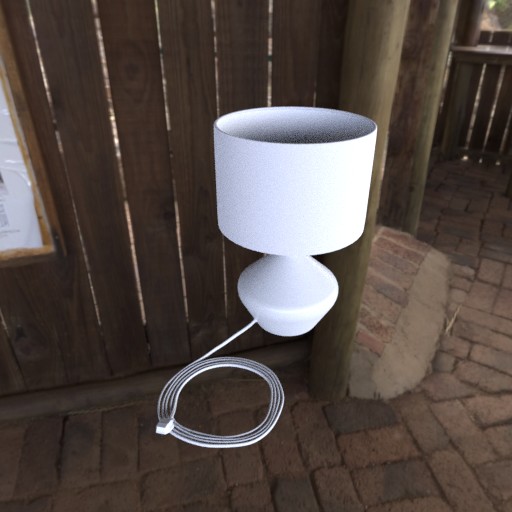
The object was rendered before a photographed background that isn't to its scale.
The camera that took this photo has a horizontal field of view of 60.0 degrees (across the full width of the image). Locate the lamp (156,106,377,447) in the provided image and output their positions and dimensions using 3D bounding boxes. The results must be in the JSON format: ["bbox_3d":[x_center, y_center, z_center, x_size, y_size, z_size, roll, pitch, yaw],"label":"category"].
[{"bbox_3d":[0.000,0.000,0.855,0.546,0.457,0.401,-19,34,-29],"label":"lamp"}]
